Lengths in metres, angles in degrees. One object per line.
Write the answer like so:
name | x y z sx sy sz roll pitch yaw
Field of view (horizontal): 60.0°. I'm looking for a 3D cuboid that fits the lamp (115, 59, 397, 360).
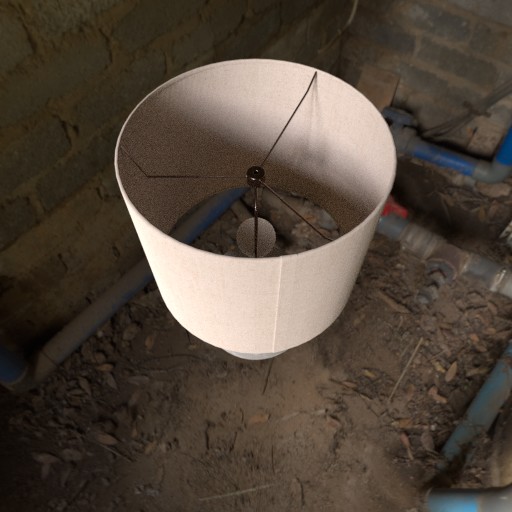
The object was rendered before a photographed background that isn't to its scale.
lamp | 0.000 0.000 0.599 0.269 0.409 0.269 0 58 0
